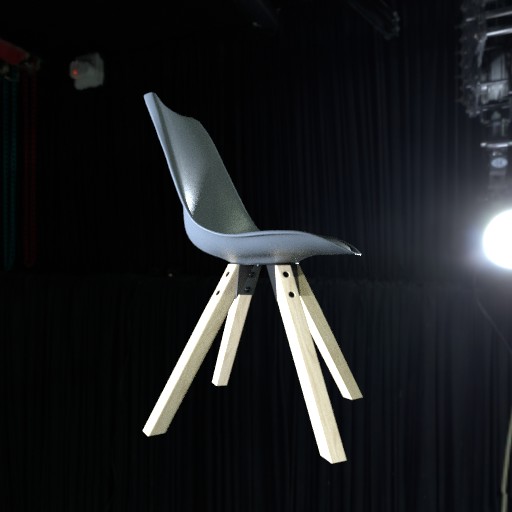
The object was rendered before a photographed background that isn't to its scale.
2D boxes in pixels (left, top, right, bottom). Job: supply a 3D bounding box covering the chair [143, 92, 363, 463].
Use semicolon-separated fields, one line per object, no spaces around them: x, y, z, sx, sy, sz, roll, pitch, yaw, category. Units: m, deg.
0.000;0.000;1.193;0.550;0.850;0.485;0;1;18;chair
